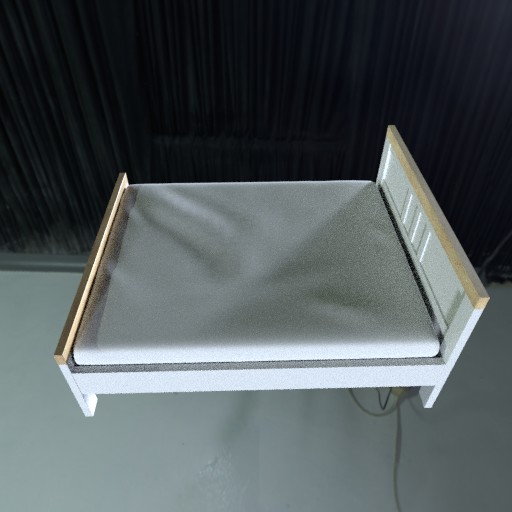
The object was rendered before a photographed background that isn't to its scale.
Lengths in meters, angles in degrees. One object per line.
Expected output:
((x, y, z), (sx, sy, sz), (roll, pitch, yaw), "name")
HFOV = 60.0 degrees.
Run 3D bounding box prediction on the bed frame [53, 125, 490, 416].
((0.000, 0.000, 2.904), (2.050, 0.980, 1.670), (-1, 43, -1), "bed frame")
